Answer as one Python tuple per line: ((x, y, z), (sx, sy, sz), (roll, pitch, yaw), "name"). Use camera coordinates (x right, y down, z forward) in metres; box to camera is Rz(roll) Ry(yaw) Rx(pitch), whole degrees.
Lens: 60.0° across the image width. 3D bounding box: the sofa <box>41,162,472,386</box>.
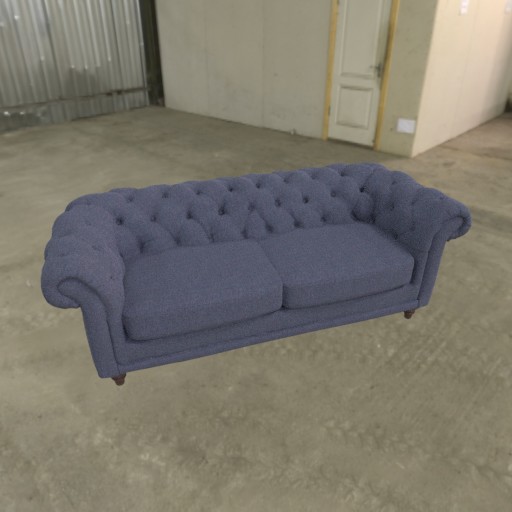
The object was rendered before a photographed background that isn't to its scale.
((0.000, 0.000, 2.804), (2.335, 0.836, 1.046), (-9, 31, -16), "sofa")
